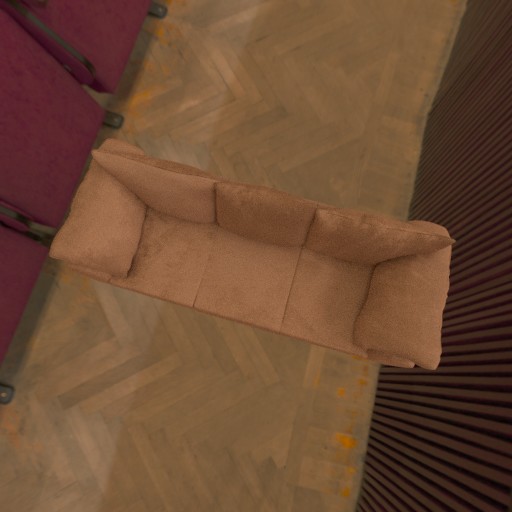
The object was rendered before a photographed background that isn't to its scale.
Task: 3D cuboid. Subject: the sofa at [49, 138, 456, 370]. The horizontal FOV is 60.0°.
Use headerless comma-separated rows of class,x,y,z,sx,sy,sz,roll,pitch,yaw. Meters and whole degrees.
sofa,0.000,0.000,2.939,2.377,0.981,0.893,16,76,4
